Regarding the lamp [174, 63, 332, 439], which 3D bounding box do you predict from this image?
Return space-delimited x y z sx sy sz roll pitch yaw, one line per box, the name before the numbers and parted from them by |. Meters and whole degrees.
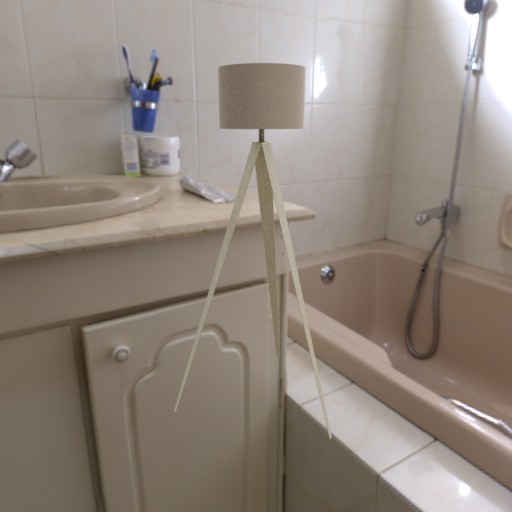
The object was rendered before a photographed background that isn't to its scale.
lamp | 0.000 0.000 1.925 0.716 1.524 0.724 -9 19 -28
